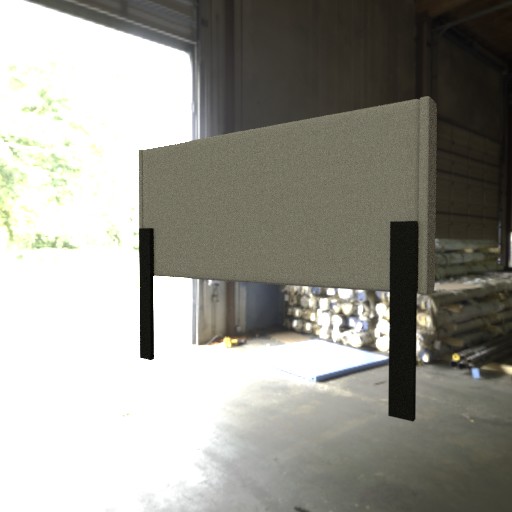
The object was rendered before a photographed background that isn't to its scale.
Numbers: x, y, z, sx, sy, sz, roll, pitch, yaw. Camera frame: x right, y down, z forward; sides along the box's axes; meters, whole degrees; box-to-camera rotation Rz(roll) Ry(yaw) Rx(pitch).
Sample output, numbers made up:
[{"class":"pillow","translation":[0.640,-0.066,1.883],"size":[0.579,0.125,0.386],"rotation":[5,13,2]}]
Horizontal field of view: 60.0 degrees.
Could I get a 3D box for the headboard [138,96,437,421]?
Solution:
[{"class":"headboard","translation":[0.000,0.000,2.713],"size":[2.051,1.524,0.184],"rotation":[1,2,36]}]
